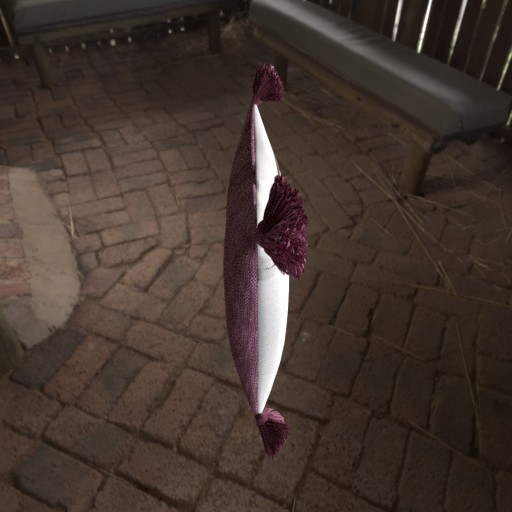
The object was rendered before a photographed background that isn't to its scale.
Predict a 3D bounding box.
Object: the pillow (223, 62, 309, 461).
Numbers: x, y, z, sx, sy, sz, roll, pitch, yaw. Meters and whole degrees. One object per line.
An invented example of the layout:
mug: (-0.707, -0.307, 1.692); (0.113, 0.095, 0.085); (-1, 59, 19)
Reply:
pillow: (0.000, 0.000, 0.954); (0.138, 0.659, 0.641); (-1, 42, -1)
